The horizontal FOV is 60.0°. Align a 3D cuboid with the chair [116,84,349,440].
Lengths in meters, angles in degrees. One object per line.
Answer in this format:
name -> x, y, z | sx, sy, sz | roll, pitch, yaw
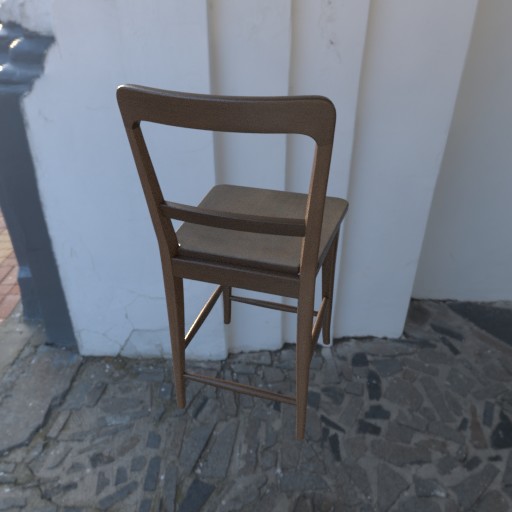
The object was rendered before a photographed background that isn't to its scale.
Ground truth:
chair -> 0.000, 0.000, 1.270 | 0.450, 0.991, 0.546 | 9, 32, 15
